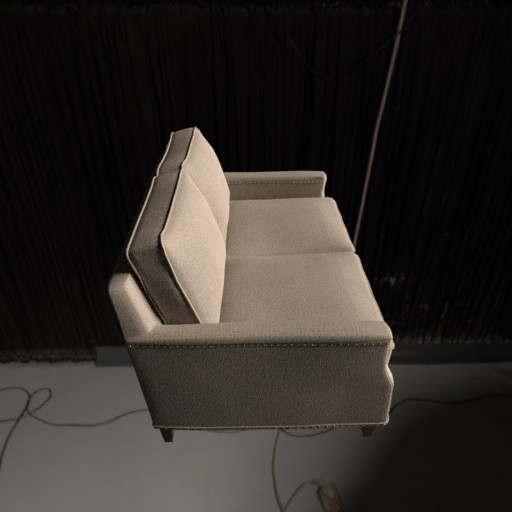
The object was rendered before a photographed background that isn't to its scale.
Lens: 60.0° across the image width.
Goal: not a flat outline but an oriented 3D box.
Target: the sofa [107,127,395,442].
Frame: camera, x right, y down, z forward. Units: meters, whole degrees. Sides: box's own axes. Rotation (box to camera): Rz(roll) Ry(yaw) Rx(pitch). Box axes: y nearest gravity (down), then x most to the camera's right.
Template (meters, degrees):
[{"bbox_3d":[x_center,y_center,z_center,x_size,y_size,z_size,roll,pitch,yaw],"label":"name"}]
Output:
[{"bbox_3d":[0.000,0.000,2.323,1.084,1.003,1.597,-1,33,-2],"label":"sofa"}]
